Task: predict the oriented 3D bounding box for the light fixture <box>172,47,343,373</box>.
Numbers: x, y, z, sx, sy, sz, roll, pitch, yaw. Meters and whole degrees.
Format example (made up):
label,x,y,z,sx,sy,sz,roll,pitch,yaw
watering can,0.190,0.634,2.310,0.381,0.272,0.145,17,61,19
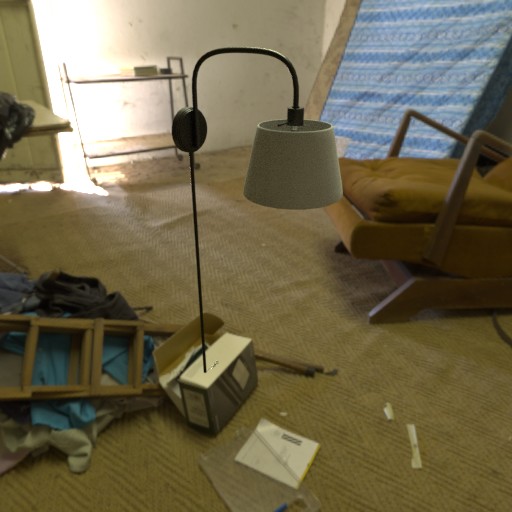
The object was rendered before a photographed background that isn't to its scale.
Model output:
label,x,y,z,sx,sy,sz,roll,pitch,yaw
light fixture,0.000,0.000,0.468,0.176,0.399,0.092,18,31,32
